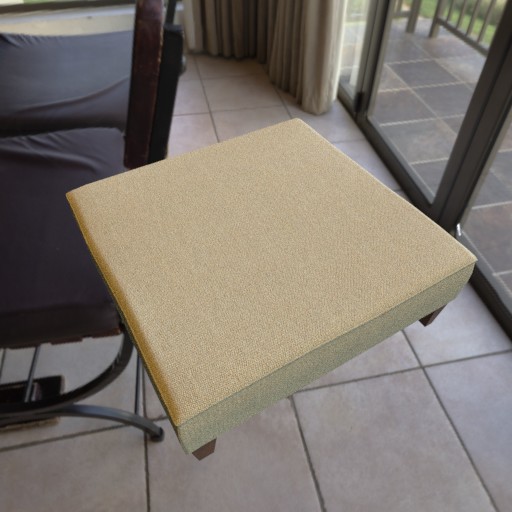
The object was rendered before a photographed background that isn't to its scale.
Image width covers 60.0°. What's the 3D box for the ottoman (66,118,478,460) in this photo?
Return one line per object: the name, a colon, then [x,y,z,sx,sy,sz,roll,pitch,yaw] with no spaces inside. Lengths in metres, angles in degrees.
ottoman: [0.000,0.000,1.555,1.004,0.379,0.968,-23,51,-20]
